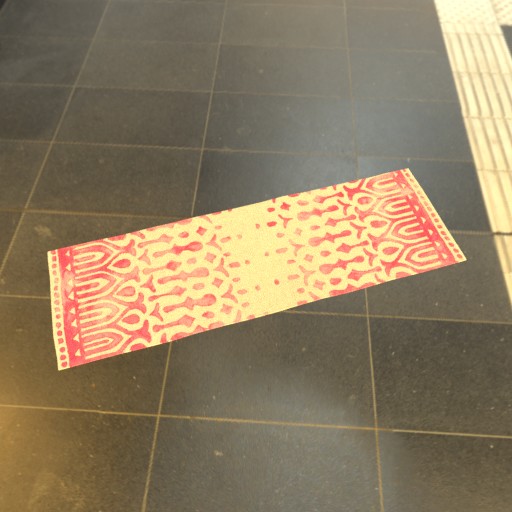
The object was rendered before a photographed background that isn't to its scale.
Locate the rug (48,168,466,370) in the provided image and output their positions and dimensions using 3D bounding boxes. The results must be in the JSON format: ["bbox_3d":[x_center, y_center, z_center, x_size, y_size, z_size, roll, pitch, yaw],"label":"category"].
[{"bbox_3d":[0.000,0.000,2.724,2.458,0.011,0.787,-14,60,-8],"label":"rug"}]
